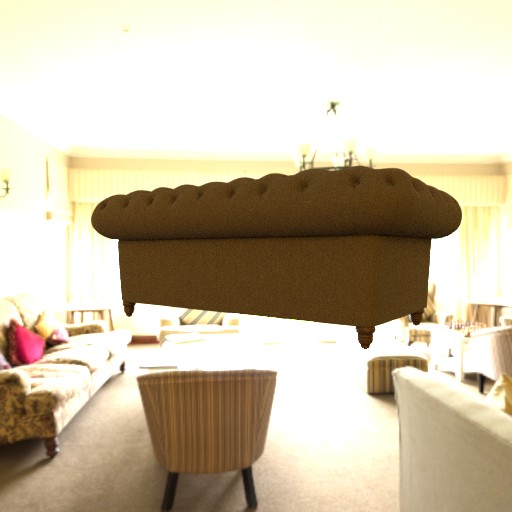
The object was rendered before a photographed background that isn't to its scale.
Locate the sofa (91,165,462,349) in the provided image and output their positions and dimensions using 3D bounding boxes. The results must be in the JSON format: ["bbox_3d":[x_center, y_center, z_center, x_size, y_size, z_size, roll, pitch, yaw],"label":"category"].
[{"bbox_3d":[0.000,0.000,2.529,1.998,0.764,0.986,0,1,36],"label":"sofa"}]
